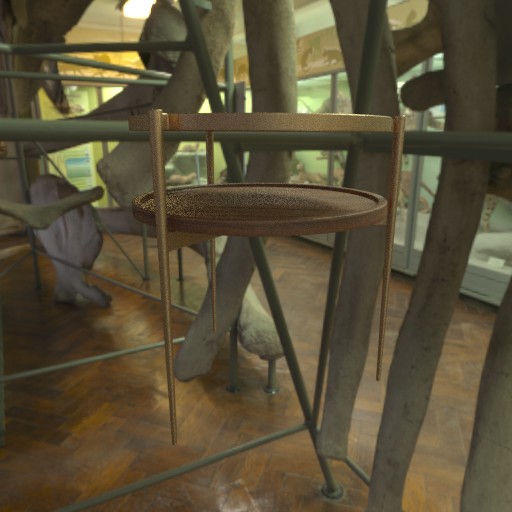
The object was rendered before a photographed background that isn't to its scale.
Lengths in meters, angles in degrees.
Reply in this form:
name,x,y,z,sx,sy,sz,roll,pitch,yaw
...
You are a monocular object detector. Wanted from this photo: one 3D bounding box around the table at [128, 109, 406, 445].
name,x,y,z,sx,sy,sz,roll,pitch,yaw
table,0.000,0.000,0.814,0.430,0.493,0.456,-8,17,-26
